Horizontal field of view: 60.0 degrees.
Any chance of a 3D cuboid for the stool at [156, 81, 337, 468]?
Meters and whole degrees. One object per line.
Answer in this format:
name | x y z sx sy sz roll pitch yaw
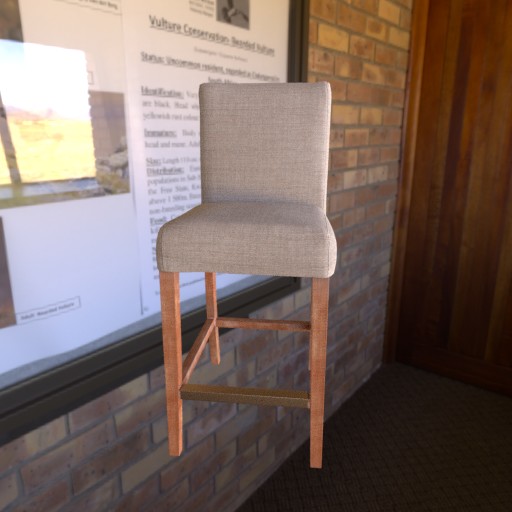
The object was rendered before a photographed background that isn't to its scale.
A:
stool | 0.000 0.000 1.347 0.454 1.039 0.567 2 16 7
